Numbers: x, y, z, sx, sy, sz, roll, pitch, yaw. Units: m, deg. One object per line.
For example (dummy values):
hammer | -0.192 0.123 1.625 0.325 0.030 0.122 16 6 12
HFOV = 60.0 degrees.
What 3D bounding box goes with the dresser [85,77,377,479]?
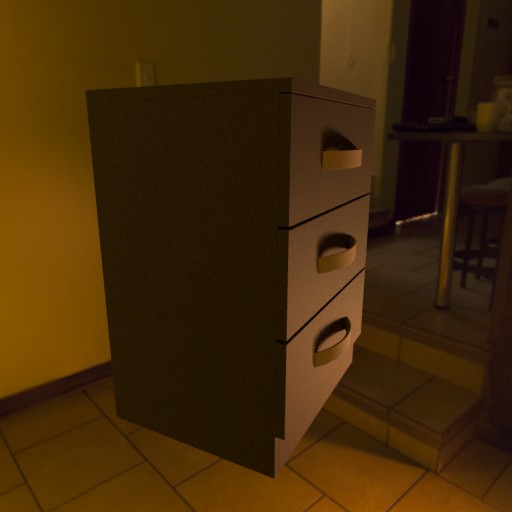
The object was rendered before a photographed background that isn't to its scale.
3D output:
dresser | 0.000 0.000 0.819 0.360 0.560 0.400 8 17 27
